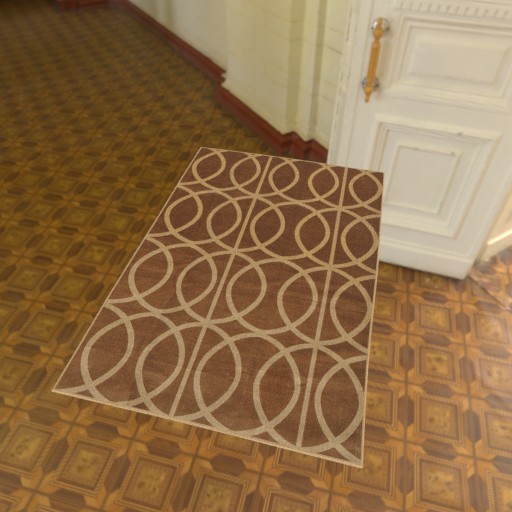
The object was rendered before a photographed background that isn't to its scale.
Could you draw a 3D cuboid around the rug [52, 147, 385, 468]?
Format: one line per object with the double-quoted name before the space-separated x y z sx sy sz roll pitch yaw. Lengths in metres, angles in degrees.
"rug" 0.000 0.000 2.834 1.528 0.014 2.294 10 46 10
